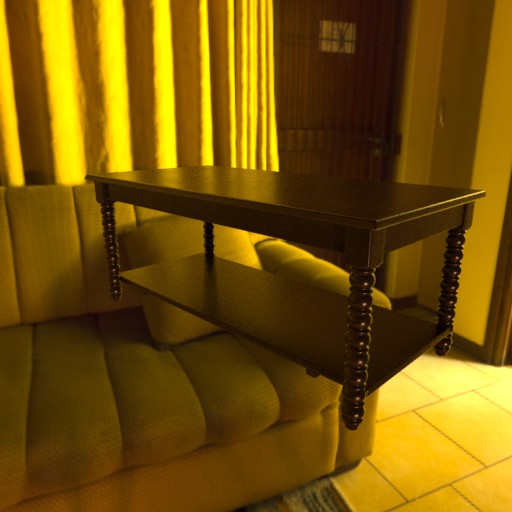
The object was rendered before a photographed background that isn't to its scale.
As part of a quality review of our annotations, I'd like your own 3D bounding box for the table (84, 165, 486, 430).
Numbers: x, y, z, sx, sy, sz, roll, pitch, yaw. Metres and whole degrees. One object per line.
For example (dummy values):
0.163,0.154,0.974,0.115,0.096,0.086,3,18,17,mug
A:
0.000,0.000,1.451,0.580,0.487,1.171,-16,22,-43,table
